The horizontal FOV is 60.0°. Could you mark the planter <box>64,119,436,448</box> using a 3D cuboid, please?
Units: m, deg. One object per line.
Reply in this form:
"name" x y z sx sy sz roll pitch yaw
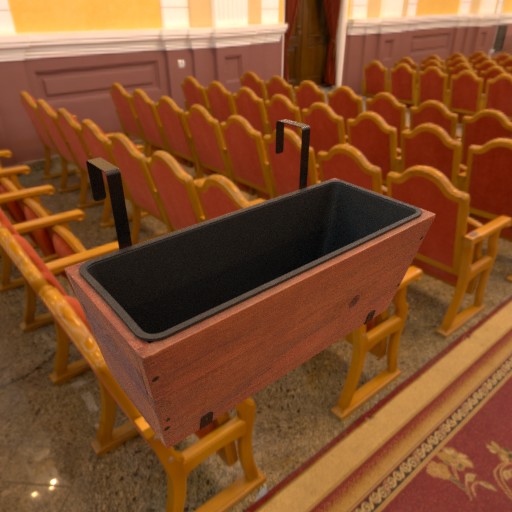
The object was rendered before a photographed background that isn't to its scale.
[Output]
"planter" 0.000 0.000 0.635 0.480 0.289 0.262 -23 37 -33
